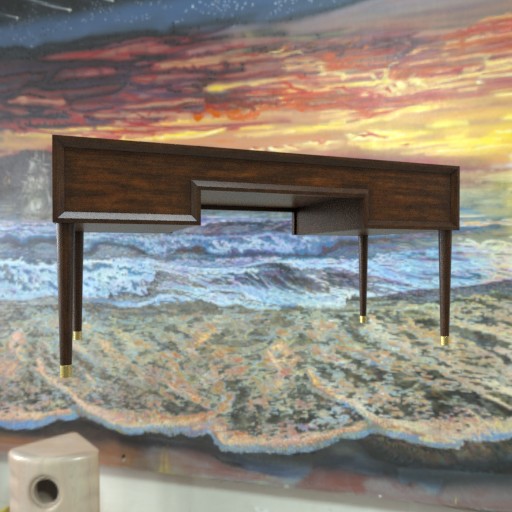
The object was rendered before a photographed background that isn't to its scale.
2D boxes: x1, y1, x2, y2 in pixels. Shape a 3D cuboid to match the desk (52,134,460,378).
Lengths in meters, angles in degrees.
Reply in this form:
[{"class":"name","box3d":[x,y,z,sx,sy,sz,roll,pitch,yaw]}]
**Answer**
[{"class":"desk","box3d":[0.000,0.000,1.967,1.575,0.762,0.724,0,1,-19]}]
